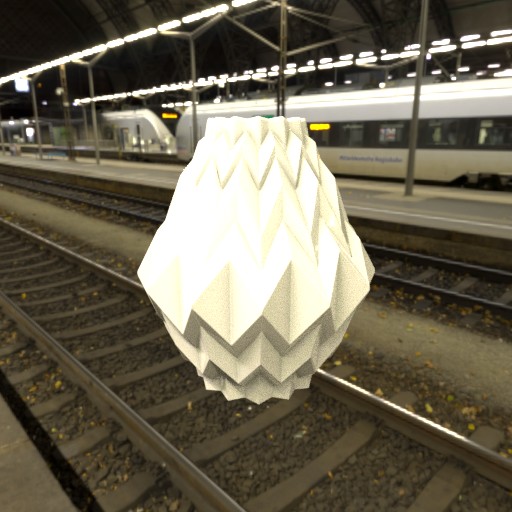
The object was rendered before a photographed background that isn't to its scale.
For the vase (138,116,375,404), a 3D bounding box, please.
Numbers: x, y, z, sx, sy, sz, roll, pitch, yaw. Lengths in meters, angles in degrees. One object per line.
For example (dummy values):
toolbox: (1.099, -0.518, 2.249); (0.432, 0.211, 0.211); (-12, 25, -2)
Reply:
vase: (0.000, 0.000, 0.312); (0.164, 0.185, 0.164); (0, 15, 0)
